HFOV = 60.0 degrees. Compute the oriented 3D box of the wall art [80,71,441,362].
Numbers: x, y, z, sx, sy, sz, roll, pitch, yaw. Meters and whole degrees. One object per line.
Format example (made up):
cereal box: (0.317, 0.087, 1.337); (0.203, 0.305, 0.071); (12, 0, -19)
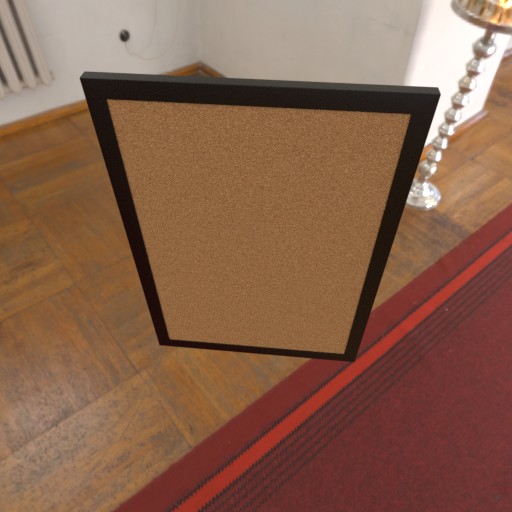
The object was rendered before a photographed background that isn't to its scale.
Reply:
wall art: (0.000, 0.000, 0.533); (0.304, 0.432, 0.013); (4, 47, 4)
